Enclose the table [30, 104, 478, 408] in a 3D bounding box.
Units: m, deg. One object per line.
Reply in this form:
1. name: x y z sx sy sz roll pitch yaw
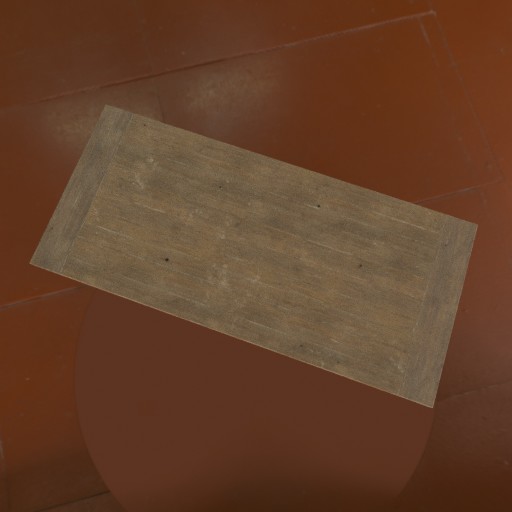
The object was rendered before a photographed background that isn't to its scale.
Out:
1. table: 0.000 0.000 2.173 1.800 0.465 0.820 19 77 4
